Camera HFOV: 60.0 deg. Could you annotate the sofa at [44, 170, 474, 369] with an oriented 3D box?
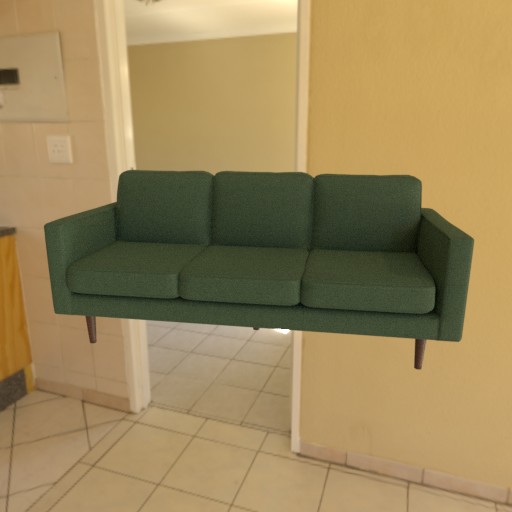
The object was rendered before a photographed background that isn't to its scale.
[{"bbox_3d":[0.000,0.000,2.485,2.029,0.899,0.879,2,15,9],"label":"sofa"}]
